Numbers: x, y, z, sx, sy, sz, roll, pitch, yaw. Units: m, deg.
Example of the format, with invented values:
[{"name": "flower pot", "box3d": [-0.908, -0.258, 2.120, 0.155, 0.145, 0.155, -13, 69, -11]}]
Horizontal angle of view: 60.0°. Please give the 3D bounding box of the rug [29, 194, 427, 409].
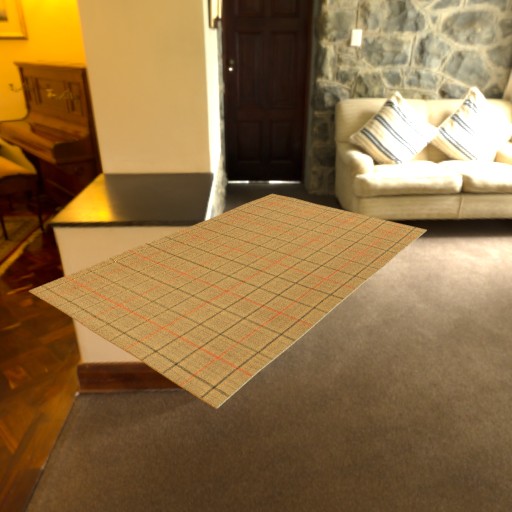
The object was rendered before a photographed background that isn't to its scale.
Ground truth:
[{"name": "rug", "box3d": [0.000, 0.000, 3.077, 1.524, 0.015, 2.439, 19, 31, 34]}]
